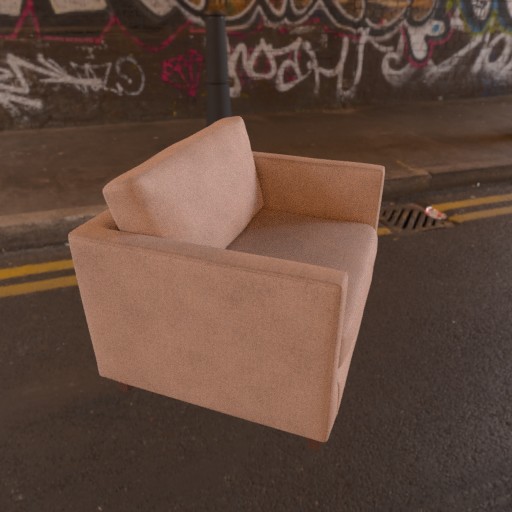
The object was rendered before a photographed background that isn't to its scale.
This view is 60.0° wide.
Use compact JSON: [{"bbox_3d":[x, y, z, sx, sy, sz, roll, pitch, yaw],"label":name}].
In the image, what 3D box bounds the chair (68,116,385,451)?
[{"bbox_3d":[0.000,0.000,1.899,0.959,0.961,1.133,10,31,17],"label":"chair"}]
